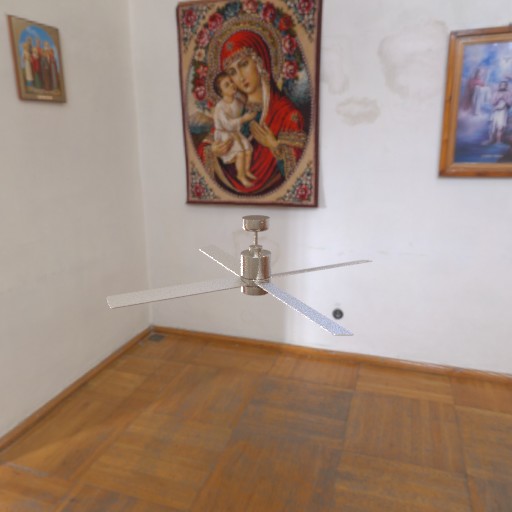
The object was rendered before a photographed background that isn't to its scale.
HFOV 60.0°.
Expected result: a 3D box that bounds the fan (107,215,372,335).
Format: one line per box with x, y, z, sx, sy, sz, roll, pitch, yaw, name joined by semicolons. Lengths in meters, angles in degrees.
0.000;0.000;2.023;1.322;0.355;1.322;-8;18;-26;fan
